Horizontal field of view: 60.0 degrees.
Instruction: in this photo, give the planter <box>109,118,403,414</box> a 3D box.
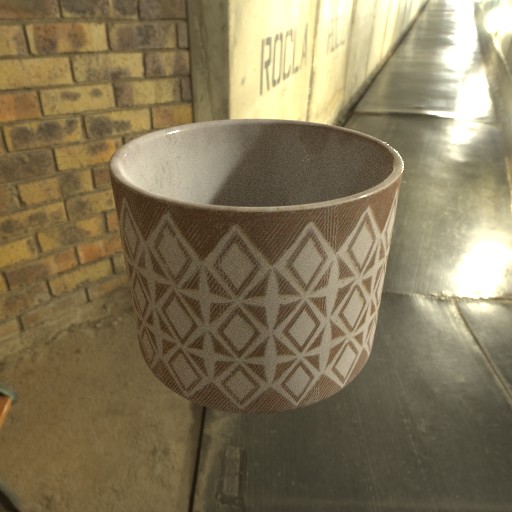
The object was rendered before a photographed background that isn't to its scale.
[{"bbox_3d":[0.000,0.000,0.343,0.193,0.165,0.193,0,30,0],"label":"planter"}]
